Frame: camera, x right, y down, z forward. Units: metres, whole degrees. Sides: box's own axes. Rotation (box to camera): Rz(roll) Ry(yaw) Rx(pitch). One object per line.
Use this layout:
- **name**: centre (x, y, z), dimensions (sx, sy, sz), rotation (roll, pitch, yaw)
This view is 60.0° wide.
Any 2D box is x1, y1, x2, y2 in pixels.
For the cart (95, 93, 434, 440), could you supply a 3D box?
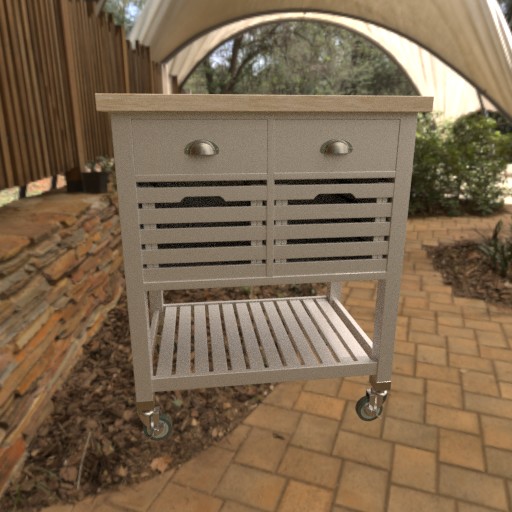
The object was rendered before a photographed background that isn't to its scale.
- **cart**: centre (0.000, 0.000, 1.380), dimensions (0.762, 0.914, 0.559), rotation (-2, 17, -7)
